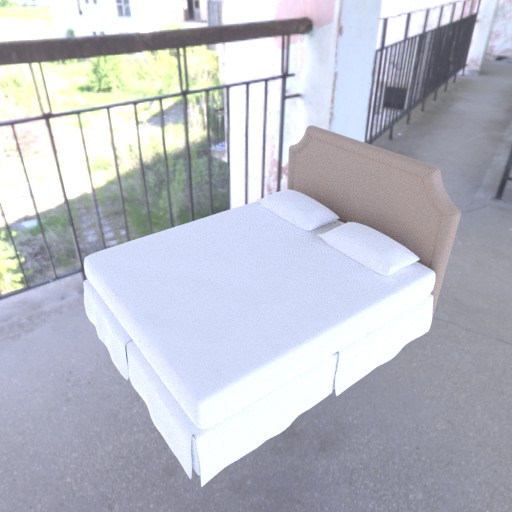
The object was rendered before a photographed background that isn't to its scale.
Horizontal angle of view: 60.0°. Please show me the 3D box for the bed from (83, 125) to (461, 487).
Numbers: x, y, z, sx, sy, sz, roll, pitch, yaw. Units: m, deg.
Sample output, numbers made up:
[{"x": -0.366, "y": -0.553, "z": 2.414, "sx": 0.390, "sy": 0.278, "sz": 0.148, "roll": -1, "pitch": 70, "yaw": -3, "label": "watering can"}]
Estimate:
[{"x": 0.000, "y": 0.000, "z": 4.092, "sx": 2.773, "sy": 1.590, "sz": 2.350, "roll": -22, "pitch": 38, "yaw": -30, "label": "bed"}]
